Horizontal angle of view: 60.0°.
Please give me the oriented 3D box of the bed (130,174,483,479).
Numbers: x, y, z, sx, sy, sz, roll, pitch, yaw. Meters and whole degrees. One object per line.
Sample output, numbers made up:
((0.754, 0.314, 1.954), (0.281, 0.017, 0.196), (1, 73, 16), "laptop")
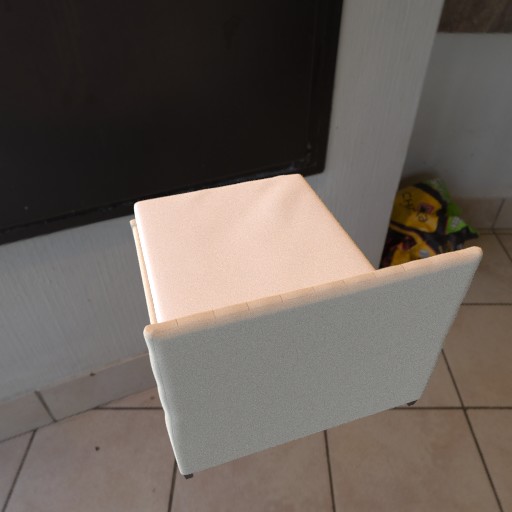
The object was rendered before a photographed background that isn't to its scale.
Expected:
((0.000, 0.000, 3.248), (1.696, 1.426, 2.233), (-12, 43, -14), "bed")
